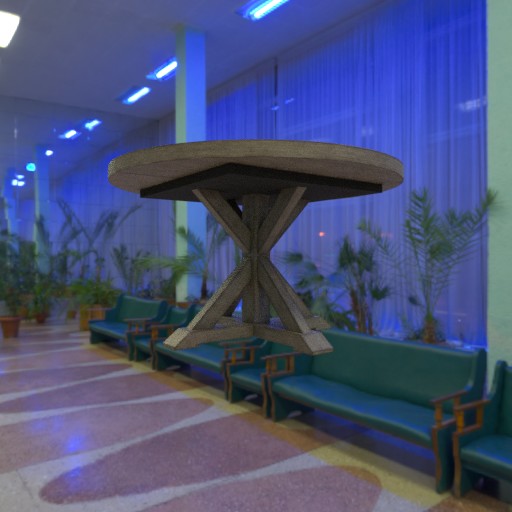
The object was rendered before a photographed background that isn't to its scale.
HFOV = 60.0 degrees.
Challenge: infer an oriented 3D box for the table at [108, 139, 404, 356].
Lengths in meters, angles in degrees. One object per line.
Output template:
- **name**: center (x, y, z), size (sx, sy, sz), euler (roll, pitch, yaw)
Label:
- **table**: center (0.000, 0.000, 2.149), size (1.363, 0.781, 1.363), euler (0, 0, 0)
